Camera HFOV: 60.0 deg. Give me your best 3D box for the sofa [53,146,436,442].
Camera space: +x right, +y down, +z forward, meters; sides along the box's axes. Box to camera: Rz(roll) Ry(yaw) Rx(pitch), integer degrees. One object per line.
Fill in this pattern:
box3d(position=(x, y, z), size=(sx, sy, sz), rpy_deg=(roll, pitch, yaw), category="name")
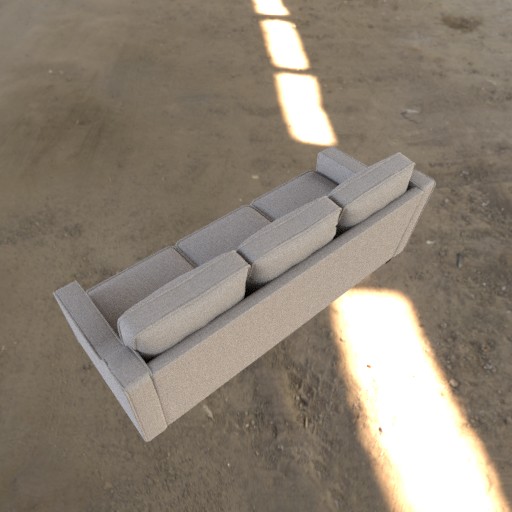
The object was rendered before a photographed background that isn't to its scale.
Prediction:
box3d(position=(0.000, 0.000, 2.677), size=(2.129, 0.950, 0.899), rpy_deg=(-32, 54, -26), category="sofa")
